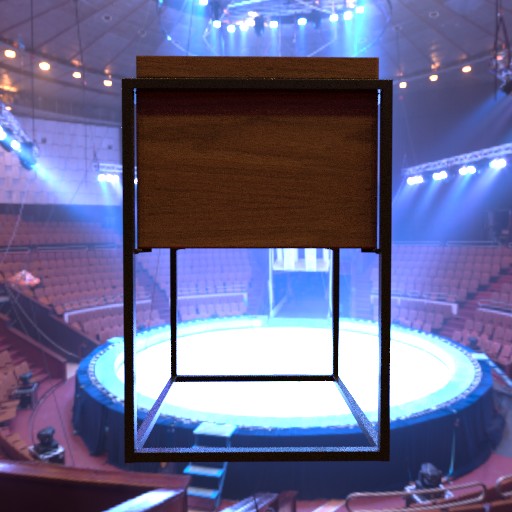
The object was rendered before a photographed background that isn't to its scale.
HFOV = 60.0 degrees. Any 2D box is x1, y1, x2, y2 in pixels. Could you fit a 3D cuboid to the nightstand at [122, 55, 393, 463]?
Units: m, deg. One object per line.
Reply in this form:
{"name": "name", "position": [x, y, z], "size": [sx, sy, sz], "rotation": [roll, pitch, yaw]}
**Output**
{"name": "nightstand", "position": [0.000, 0.000, 0.852], "size": [0.397, 0.607, 0.397], "rotation": [0, 2, -1]}
